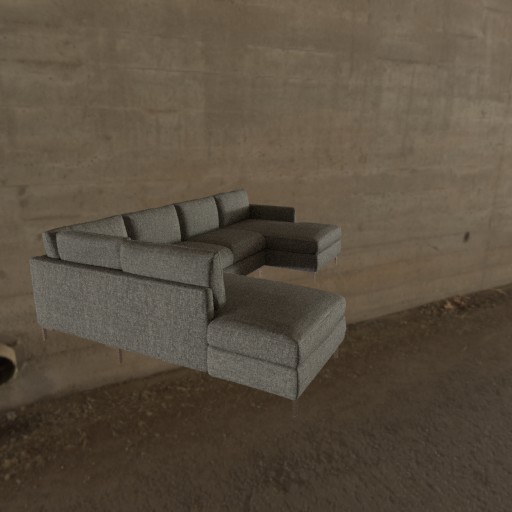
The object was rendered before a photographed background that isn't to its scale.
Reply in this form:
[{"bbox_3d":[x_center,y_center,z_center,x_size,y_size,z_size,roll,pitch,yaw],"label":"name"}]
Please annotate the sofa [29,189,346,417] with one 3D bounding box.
[{"bbox_3d":[0.000,0.000,3.583,1.879,0.756,2.737,8,17,26],"label":"sofa"}]
